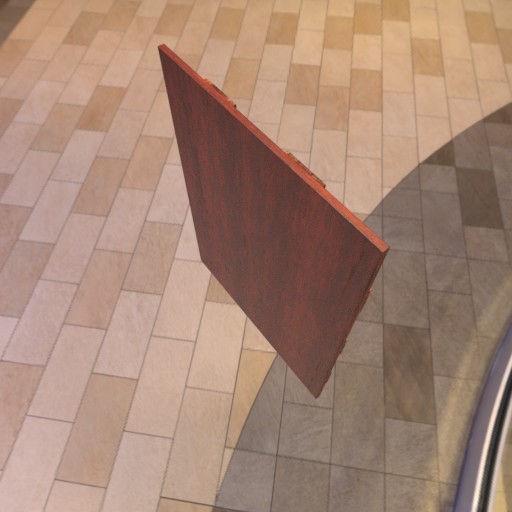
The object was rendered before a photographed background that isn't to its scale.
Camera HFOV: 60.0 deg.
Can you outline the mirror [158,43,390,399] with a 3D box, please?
[{"bbox_3d":[0.000,0.000,1.083,0.021,0.805,0.600,-33,64,-19],"label":"mirror"}]
